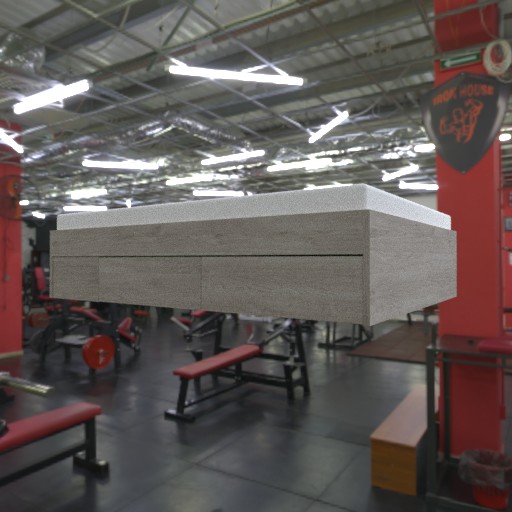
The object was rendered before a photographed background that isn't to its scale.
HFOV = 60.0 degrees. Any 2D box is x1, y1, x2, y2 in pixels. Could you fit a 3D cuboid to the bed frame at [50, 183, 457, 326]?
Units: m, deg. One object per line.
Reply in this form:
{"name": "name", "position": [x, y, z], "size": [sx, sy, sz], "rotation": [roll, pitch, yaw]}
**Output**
{"name": "bed frame", "position": [0.000, 0.000, 2.641], "size": [1.944, 0.490, 1.448], "rotation": [0, -1, 35]}
